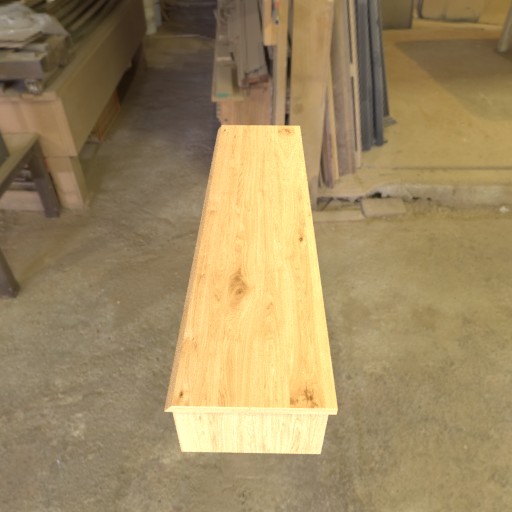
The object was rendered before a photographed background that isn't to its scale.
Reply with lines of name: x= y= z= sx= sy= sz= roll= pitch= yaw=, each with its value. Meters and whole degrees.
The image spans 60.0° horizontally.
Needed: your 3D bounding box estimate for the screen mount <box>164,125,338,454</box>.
screen mount: x=0.000 y=0.000 z=1.923 sx=0.450 sy=0.430 sz=1.700 roll=1 pitch=41 yaw=1
